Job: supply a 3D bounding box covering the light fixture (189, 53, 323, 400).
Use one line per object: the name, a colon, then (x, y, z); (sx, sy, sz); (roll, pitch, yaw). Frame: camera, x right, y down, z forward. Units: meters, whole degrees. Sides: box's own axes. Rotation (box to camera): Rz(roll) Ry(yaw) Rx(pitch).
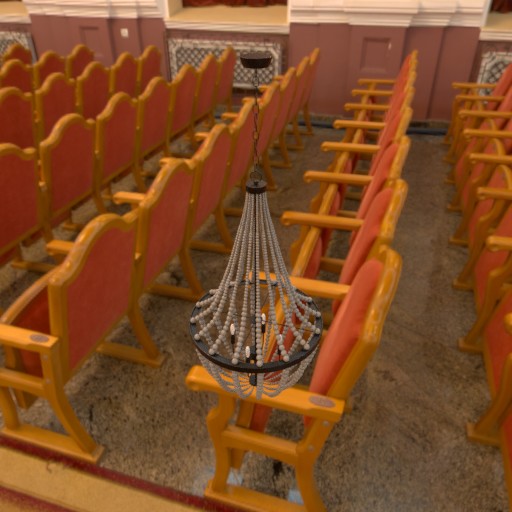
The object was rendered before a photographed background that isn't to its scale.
light fixture: (0.000, 0.000, 1.361); (0.450, 1.133, 0.450); (0, 33, 0)
